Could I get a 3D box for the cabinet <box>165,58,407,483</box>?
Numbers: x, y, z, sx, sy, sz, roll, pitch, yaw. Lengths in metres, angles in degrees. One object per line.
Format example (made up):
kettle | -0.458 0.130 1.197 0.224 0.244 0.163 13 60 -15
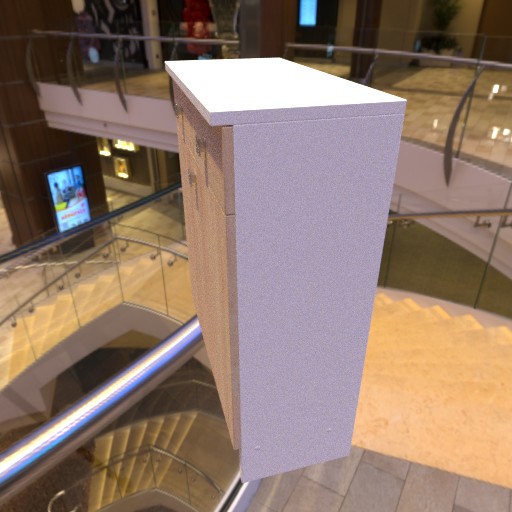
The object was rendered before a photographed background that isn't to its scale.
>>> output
cabinet | 0.000 0.000 1.073 0.296 0.815 0.600 -8 31 -14
